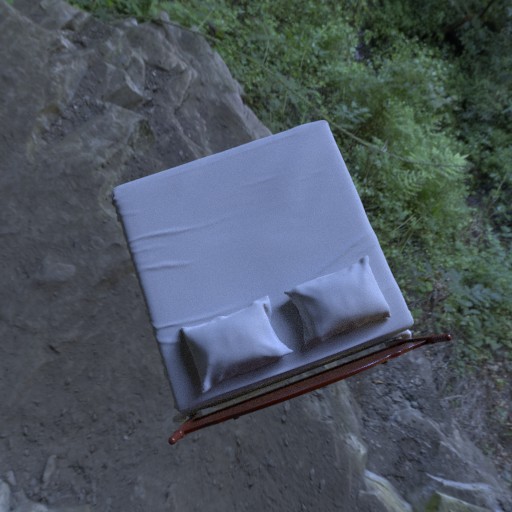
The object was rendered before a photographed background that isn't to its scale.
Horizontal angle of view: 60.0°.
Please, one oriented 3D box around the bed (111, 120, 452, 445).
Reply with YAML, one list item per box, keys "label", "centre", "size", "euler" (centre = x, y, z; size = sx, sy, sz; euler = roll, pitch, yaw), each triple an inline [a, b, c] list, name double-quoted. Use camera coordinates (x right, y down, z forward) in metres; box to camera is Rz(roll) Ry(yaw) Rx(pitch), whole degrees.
- label: "bed"
  centre: [0.000, 0.000, 3.657]
  size: [2.322, 1.355, 2.219]
  euler: [-19, 78, -4]
